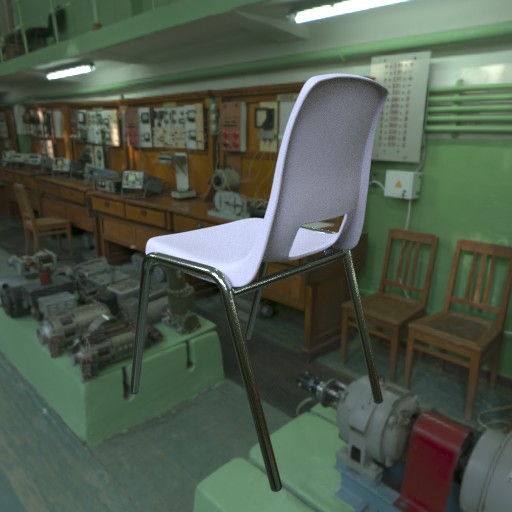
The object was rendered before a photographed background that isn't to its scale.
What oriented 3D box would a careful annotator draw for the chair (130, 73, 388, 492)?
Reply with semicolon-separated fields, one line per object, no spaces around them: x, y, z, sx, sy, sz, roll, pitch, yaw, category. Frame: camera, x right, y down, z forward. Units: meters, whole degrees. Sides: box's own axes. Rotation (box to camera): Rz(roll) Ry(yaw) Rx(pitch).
0.000;0.000;0.898;0.436;0.653;0.381;15;22;42;chair
